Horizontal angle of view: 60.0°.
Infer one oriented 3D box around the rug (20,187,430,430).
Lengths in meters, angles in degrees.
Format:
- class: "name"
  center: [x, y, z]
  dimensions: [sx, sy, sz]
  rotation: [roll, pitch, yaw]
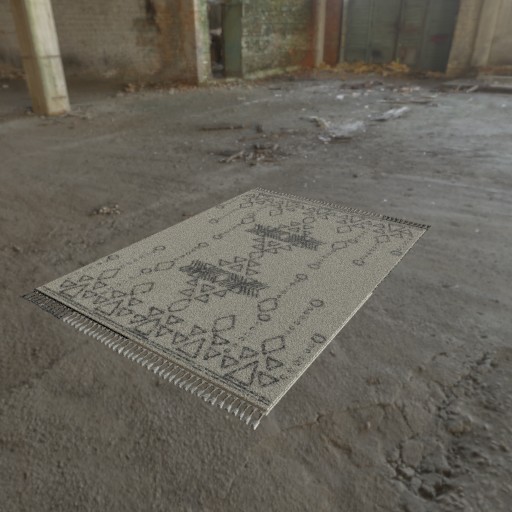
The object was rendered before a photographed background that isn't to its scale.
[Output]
- class: "rug"
  center: [0.000, 0.000, 2.900]
  dimensions: [1.600, 0.013, 2.312]
  rotation: [18, 32, 31]
